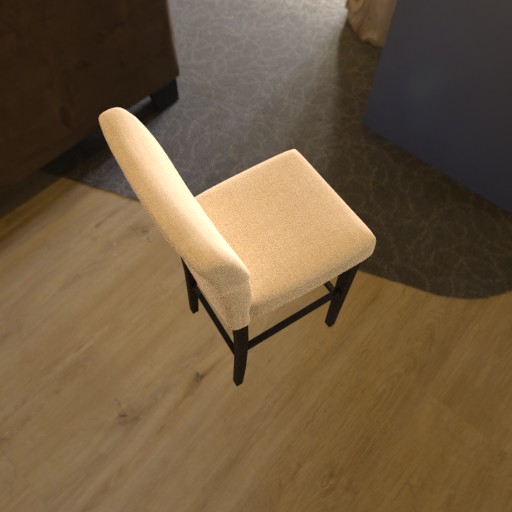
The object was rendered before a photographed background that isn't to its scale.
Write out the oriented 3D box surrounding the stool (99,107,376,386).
[{"bbox_3d":[0.000,0.000,1.479,0.603,1.124,0.516,-28,64,-16],"label":"stool"}]
